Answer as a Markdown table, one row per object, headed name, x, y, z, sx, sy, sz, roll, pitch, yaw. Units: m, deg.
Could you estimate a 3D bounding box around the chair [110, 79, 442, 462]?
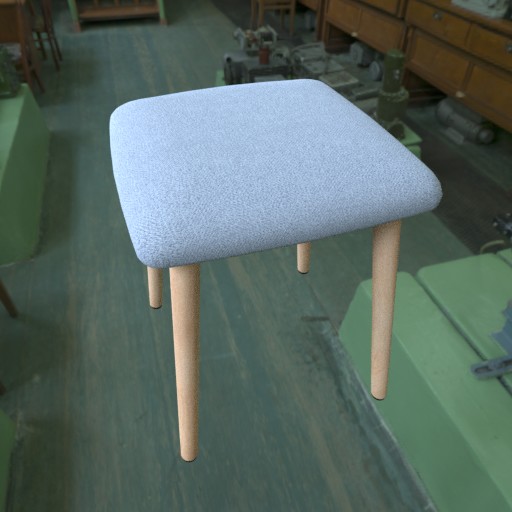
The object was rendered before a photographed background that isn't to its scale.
| name | x | y | z | sx | sy | sz | roll | pitch | yaw |
| --- | --- | --- | --- | --- | --- | --- | --- | --- | --- |
| chair | 0.000 | 0.000 | 0.674 | 0.350 | 0.440 | 0.350 | -12 | 43 | -14 |
